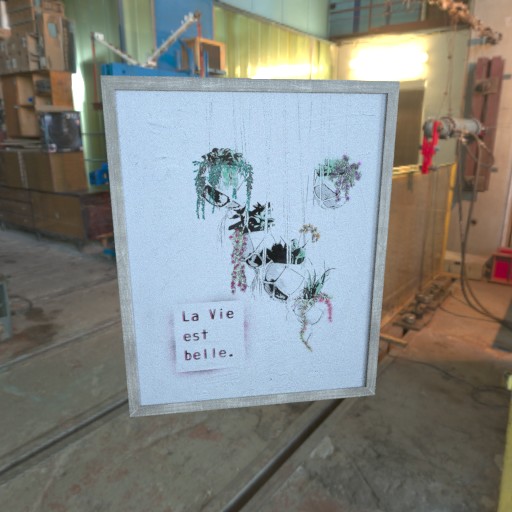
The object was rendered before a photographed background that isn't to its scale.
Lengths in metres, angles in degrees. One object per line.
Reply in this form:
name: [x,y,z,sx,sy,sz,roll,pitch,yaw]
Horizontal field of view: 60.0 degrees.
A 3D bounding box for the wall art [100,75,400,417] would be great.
wall art: [0.000,0.000,0.700,0.421,0.521,0.032,-2,16,-9]
